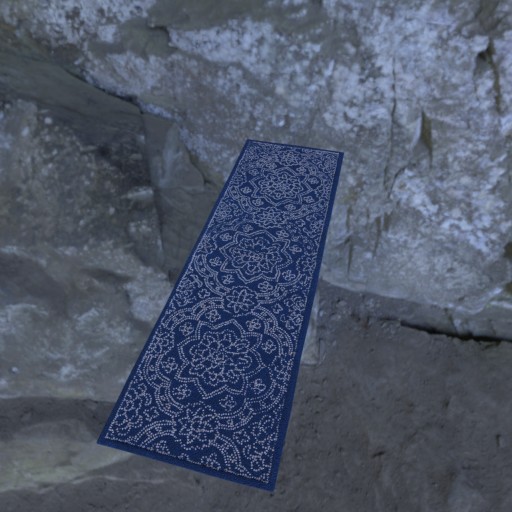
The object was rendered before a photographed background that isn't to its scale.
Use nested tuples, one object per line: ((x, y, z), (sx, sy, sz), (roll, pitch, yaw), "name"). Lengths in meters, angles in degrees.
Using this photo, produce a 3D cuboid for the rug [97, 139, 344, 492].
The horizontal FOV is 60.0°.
((0.000, 0.000, 2.614), (0.769, 0.012, 2.448), (10, 47, 10), "rug")
